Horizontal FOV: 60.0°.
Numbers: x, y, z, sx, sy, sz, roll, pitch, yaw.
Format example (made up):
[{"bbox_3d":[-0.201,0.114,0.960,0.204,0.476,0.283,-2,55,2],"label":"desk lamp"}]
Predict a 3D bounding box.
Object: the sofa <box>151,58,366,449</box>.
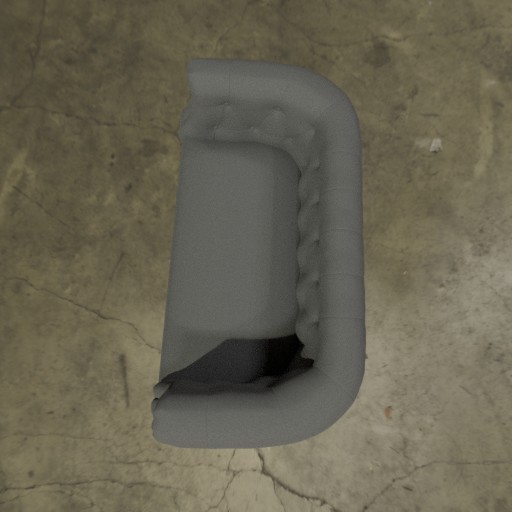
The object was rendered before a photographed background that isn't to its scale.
[{"bbox_3d":[0.000,0.000,2.029,0.835,0.827,1.558,2,75,1],"label":"sofa"}]
